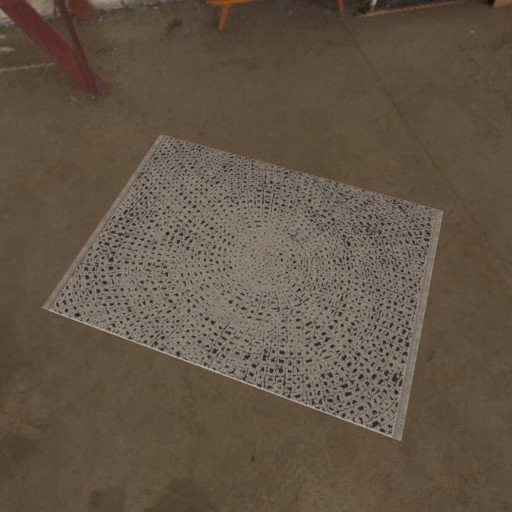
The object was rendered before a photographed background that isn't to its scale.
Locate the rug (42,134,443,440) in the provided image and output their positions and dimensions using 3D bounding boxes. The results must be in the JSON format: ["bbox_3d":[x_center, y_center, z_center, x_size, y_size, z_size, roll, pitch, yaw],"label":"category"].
[{"bbox_3d":[0.000,0.000,2.157,1.634,0.003,1.190,17,60,10],"label":"rug"}]
